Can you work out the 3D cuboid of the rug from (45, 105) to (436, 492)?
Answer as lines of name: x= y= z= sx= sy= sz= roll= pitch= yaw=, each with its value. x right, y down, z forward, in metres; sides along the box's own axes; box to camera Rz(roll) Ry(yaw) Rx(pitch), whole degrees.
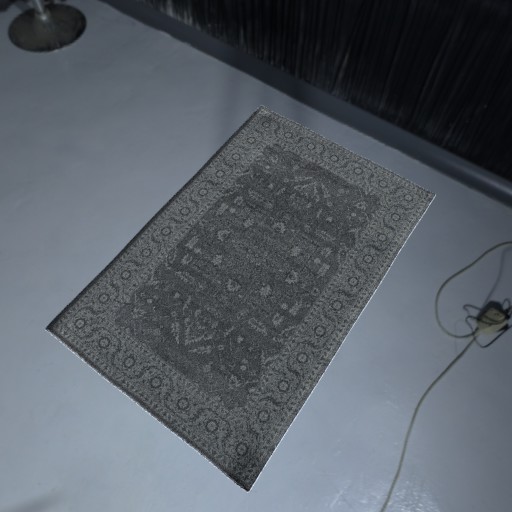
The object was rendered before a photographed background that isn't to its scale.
rug: x=0.000 y=0.000 z=2.314 sx=1.209 sy=0.019 sz=1.828 roll=32 pitch=67 yaw=16
